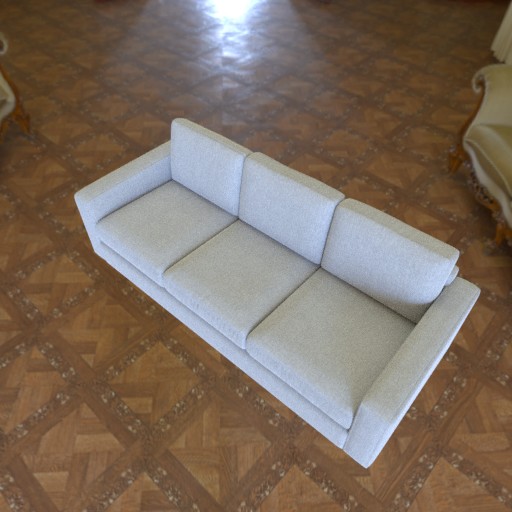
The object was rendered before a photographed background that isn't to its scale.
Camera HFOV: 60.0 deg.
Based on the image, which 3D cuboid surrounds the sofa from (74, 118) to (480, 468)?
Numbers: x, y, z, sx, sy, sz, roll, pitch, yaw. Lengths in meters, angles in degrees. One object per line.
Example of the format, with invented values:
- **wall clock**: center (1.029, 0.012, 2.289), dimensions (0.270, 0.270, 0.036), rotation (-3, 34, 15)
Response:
- **sofa**: center (0.000, 0.000, 2.481), dimensions (2.120, 0.800, 0.900), rotation (32, 55, 27)
